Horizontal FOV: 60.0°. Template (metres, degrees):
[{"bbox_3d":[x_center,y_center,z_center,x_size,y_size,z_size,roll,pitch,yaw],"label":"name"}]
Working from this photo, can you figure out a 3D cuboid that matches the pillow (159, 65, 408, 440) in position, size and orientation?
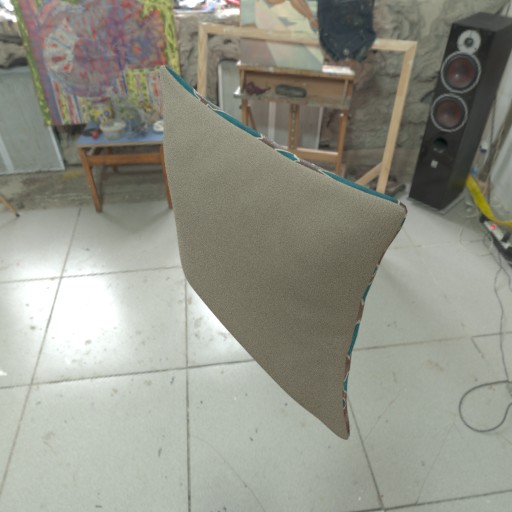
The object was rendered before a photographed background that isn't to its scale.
[{"bbox_3d":[0.000,0.000,0.771,0.166,0.507,0.526,-27,48,-27],"label":"pillow"}]
